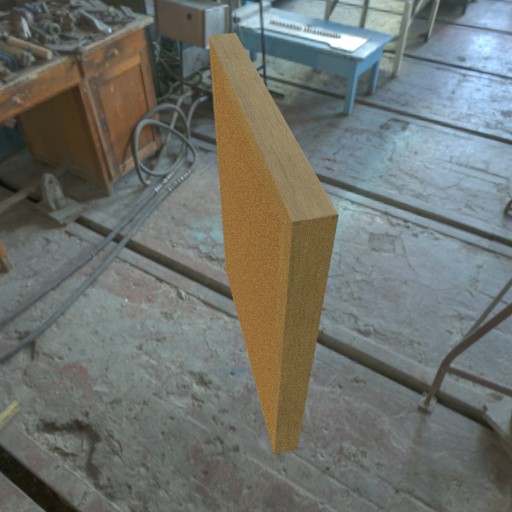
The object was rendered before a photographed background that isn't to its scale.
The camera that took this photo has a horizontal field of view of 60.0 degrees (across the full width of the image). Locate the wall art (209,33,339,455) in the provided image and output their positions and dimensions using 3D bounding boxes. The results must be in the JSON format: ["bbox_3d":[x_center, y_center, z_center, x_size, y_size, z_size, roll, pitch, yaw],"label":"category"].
[{"bbox_3d":[0.000,0.000,0.513,0.030,0.380,0.312,-10,47,-9],"label":"wall art"}]
